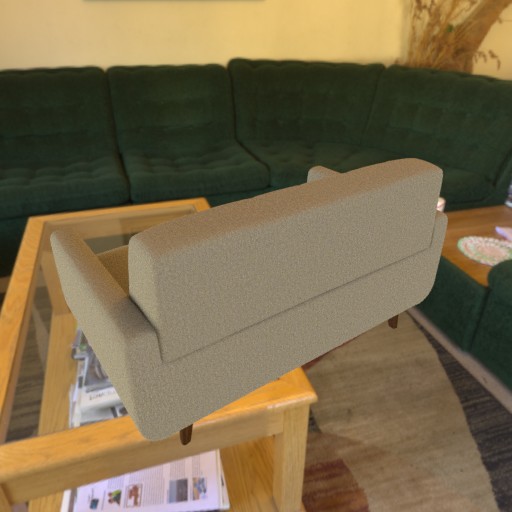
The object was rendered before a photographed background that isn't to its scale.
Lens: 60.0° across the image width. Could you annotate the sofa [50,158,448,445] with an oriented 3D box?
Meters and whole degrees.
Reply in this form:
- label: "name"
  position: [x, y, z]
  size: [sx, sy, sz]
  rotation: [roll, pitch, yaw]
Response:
- label: "sofa"
  position: [0.000, 0.000, 2.163]
  size: [1.651, 0.925, 0.952]
  rotation: [-19, 35, -30]
